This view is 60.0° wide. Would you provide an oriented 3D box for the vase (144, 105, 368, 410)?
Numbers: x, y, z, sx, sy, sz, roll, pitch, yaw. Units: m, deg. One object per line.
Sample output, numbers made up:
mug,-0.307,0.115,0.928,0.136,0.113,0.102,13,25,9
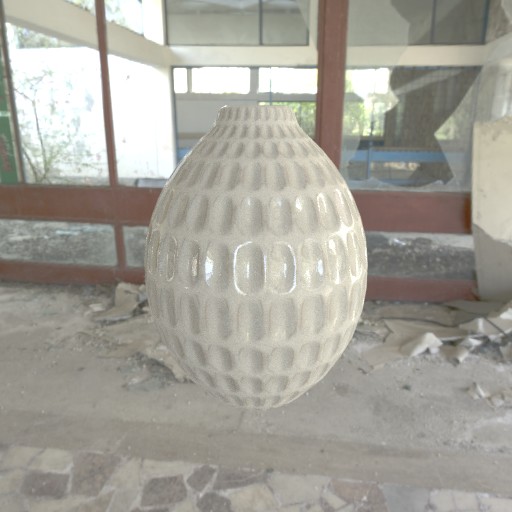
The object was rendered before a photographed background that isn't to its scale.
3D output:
vase,0.000,0.000,0.261,0.128,0.167,0.128,0,16,0
